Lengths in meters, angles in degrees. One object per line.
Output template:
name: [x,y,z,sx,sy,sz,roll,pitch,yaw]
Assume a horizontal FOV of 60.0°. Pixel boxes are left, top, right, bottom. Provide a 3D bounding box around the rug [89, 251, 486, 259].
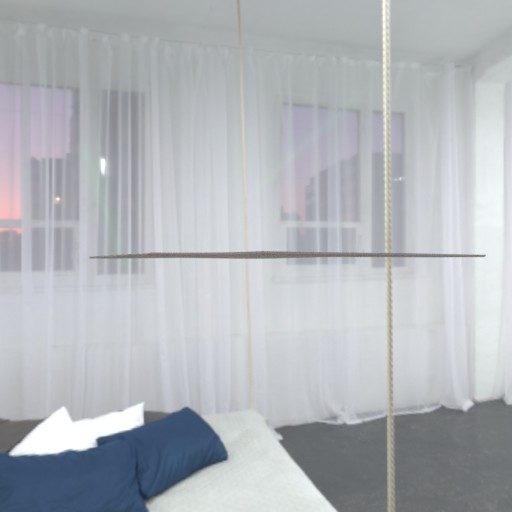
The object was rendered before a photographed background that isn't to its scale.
rug: [0.000,0.000,3.045,1.609,0.030,2.342,0,-1,-35]
